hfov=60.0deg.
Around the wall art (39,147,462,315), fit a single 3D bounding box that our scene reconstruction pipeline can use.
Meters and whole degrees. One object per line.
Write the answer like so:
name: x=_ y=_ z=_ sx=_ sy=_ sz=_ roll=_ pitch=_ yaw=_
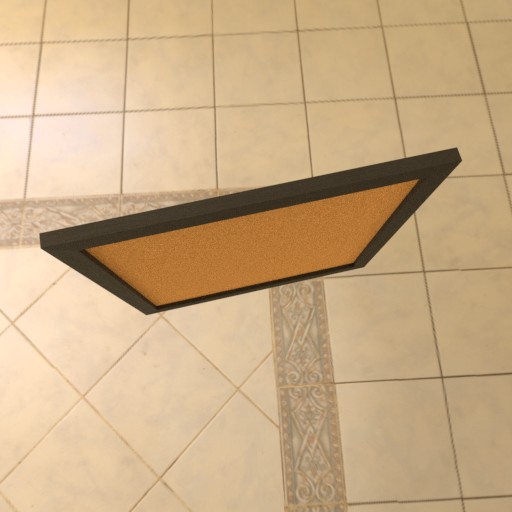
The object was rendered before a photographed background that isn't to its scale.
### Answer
wall art: x=0.000 y=0.000 z=1.535 sx=1.016 sy=1.016 sz=0.038 roll=-12 pitch=74 yaw=-3
